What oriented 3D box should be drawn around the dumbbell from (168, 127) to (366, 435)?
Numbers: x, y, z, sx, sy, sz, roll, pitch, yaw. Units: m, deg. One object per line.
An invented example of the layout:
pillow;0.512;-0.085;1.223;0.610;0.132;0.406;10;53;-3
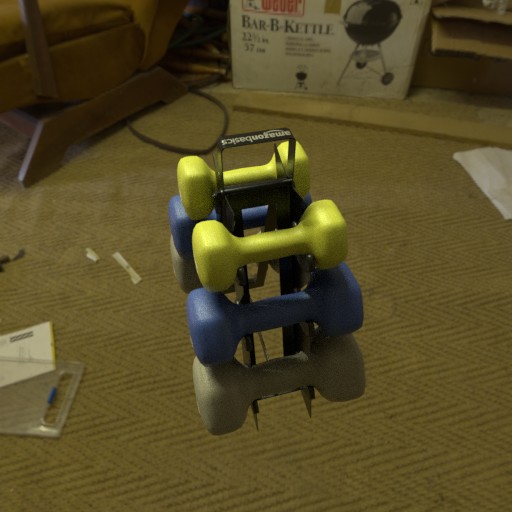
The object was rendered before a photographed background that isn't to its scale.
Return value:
dumbbell;0.000;0.000;0.694;0.261;0.426;0.416;-11;48;-10
